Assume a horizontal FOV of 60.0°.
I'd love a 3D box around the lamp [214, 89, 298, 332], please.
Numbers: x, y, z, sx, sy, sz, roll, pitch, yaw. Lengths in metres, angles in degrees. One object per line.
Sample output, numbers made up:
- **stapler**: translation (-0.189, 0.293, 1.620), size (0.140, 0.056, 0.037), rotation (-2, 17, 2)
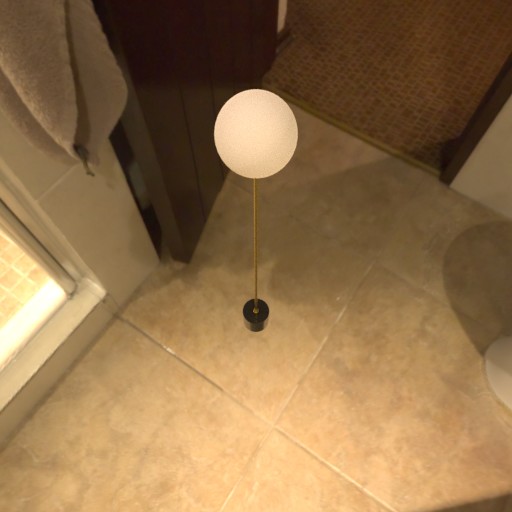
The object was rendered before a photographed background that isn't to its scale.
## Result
- **lamp**: translation (0.000, 0.000, 1.894), size (0.229, 1.748, 0.229), rotation (-2, 64, -1)
